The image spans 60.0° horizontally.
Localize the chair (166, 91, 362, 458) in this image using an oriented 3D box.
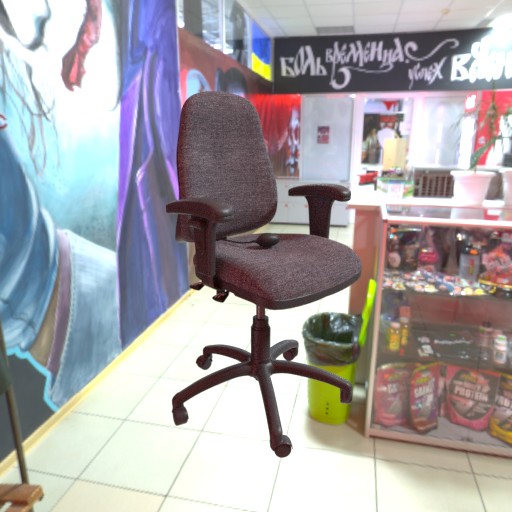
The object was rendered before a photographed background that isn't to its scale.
[{"bbox_3d":[0.000,0.000,1.274,0.550,0.910,0.530,-14,21,-42],"label":"chair"}]
